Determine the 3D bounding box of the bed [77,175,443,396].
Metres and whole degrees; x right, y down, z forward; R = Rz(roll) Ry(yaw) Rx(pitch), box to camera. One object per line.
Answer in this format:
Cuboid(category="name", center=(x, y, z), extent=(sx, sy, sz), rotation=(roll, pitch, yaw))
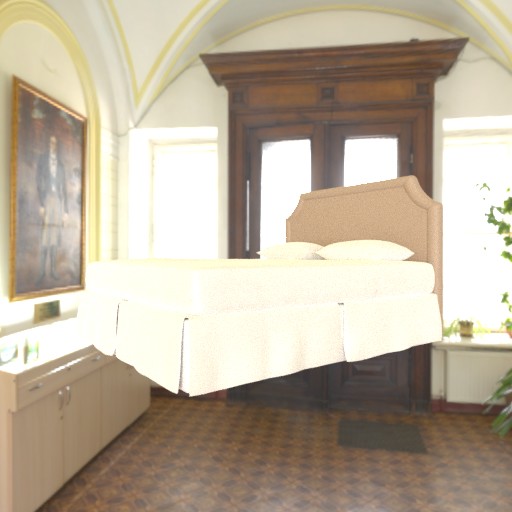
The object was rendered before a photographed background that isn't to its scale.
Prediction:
Cuboid(category="bed", center=(0.000, 0.000, 4.219), extent=(2.773, 1.590, 2.350), rotation=(0, 0, -37))
